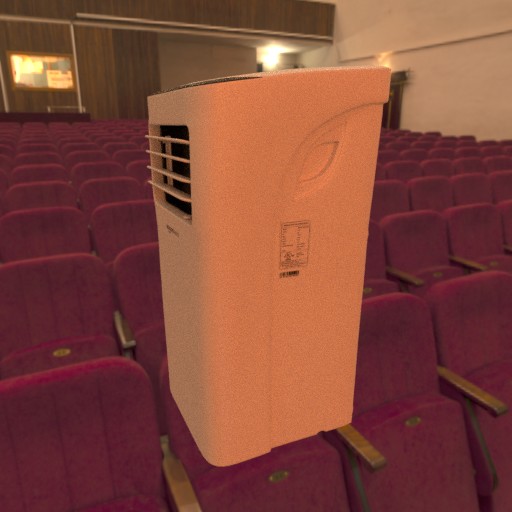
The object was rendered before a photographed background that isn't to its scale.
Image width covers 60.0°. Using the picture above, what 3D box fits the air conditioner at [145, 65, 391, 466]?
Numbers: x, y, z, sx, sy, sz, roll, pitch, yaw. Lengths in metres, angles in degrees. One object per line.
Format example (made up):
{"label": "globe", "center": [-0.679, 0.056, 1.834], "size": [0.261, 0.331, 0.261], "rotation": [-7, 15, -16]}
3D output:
{"label": "air conditioner", "center": [0.000, 0.000, 0.904], "size": [0.369, 0.716, 0.352], "rotation": [-8, 18, -24]}
